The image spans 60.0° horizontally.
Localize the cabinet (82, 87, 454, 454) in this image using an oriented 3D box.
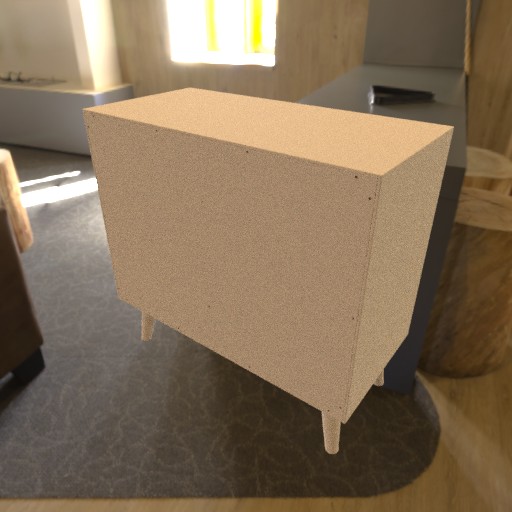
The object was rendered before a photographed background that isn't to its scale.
[{"bbox_3d":[0.000,0.000,1.237,0.800,0.761,0.398,21,36,31],"label":"cabinet"}]
